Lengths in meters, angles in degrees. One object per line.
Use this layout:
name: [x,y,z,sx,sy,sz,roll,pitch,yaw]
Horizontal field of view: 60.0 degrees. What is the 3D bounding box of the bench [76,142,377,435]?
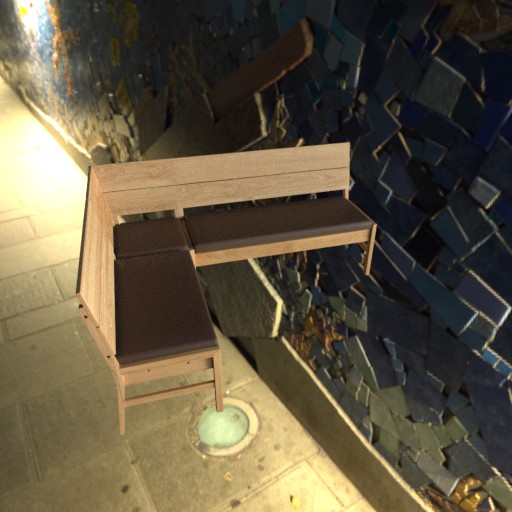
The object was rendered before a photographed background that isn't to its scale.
bench: [0.000,0.000,2.865,1.975,0.890,1.549,-9,32,-14]
